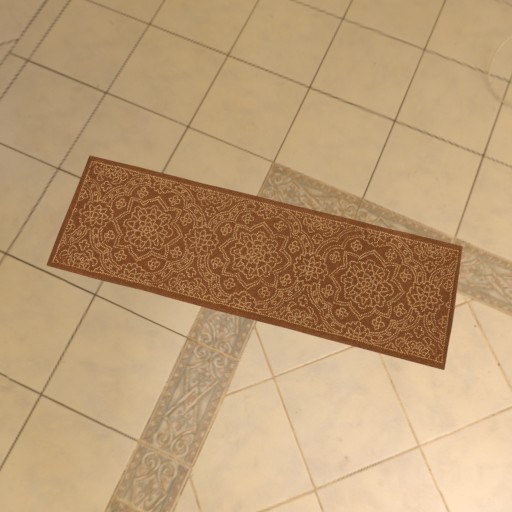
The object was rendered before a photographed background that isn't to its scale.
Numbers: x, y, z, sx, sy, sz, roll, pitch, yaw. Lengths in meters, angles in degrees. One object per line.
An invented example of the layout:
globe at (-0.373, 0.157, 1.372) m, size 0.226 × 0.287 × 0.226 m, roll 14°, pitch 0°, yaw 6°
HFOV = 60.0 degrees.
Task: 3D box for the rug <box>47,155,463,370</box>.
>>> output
rug at (0.000, 0.000, 2.717) m, size 2.448 × 0.012 × 0.769 m, roll 14°, pitch 76°, yaw 4°
